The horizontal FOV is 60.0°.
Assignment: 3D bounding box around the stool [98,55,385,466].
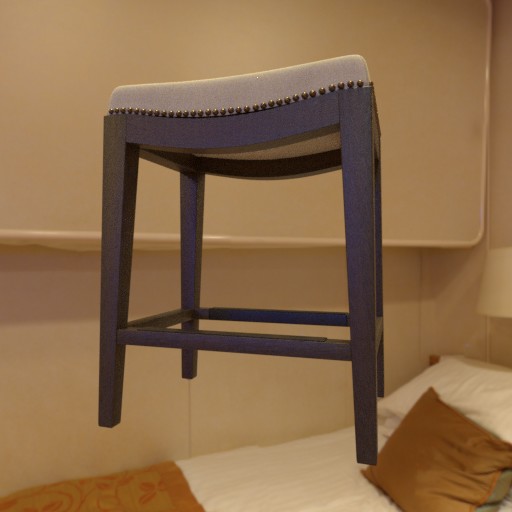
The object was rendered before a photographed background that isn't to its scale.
[{"bbox_3d":[0.000,0.000,0.915,0.500,0.642,0.361,0,0,18],"label":"stool"}]
